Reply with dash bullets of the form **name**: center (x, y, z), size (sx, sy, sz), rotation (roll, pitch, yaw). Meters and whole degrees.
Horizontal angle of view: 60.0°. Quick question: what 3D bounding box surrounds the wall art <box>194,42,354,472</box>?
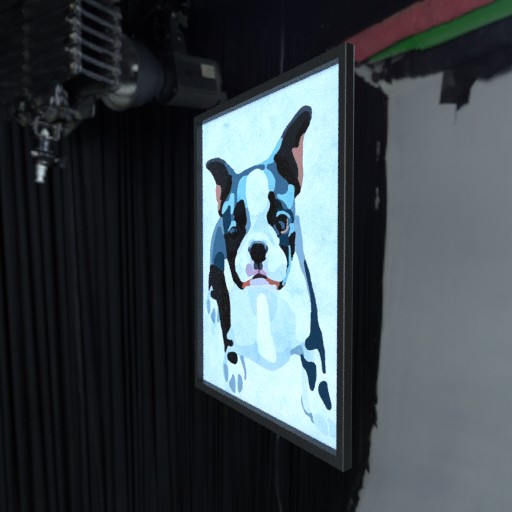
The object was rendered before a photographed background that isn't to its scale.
- **wall art**: center (0.000, 0.000, 1.382), size (0.030, 1.027, 0.774), rotation (-1, 2, -35)
